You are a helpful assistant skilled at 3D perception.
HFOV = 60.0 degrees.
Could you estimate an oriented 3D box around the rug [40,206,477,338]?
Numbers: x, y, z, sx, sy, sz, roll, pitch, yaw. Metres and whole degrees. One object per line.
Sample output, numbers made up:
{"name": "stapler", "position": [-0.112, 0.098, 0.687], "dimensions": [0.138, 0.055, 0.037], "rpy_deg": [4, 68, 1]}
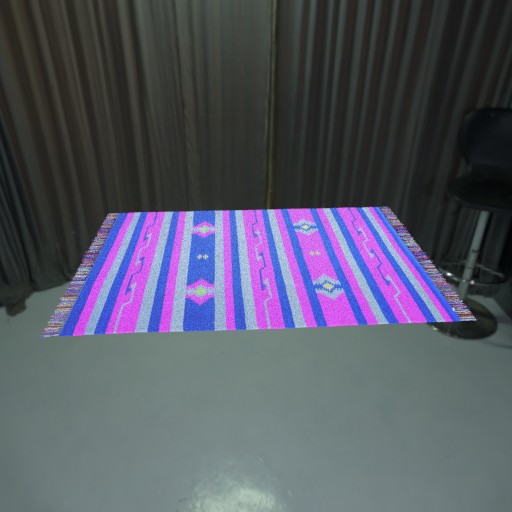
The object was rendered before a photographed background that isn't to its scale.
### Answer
{"name": "rug", "position": [0.000, 0.000, 3.010], "dimensions": [2.350, 0.013, 1.539], "rpy_deg": [-2, 30, -3]}
